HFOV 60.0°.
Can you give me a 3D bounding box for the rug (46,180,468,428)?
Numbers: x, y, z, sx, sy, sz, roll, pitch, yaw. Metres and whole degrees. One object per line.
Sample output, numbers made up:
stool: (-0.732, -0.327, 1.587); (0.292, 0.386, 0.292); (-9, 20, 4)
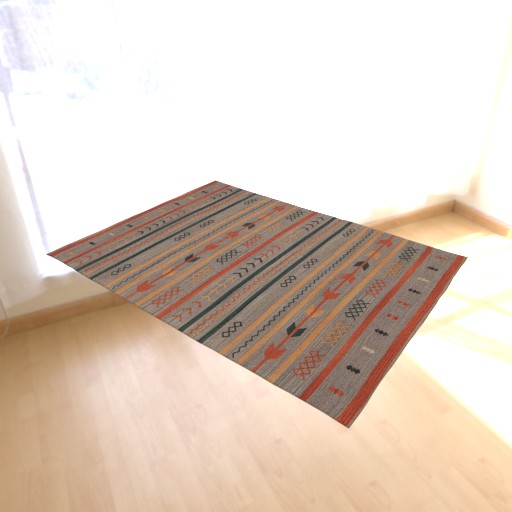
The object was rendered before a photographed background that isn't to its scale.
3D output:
rug: (0.000, 0.000, 3.962); (3.029, 0.022, 2.263); (22, 37, 31)
